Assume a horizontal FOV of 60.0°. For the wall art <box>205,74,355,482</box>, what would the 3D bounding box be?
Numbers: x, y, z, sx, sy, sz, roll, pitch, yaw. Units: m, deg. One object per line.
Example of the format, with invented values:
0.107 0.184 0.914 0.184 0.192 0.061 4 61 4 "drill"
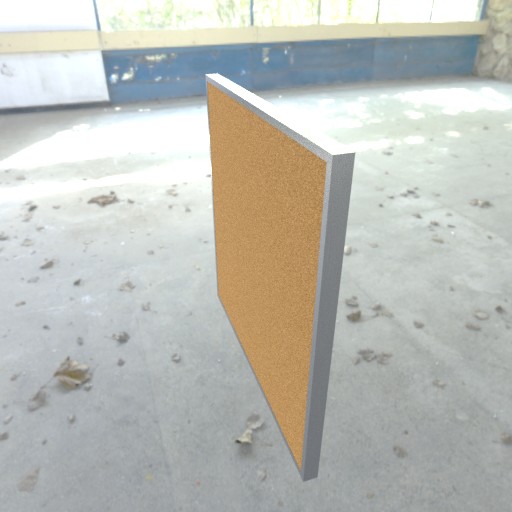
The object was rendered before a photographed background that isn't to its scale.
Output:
0.000 0.000 1.196 0.038 0.806 0.806 -10 32 -16 "wall art"
